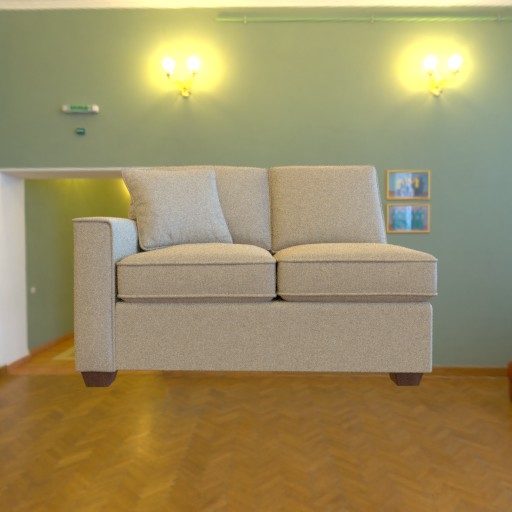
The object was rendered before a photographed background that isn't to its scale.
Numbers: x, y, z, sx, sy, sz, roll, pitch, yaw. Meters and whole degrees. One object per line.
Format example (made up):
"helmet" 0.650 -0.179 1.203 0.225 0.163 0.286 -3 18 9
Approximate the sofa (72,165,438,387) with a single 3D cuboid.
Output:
"sofa" 0.000 0.000 2.123 1.388 0.989 0.991 0 1 0
